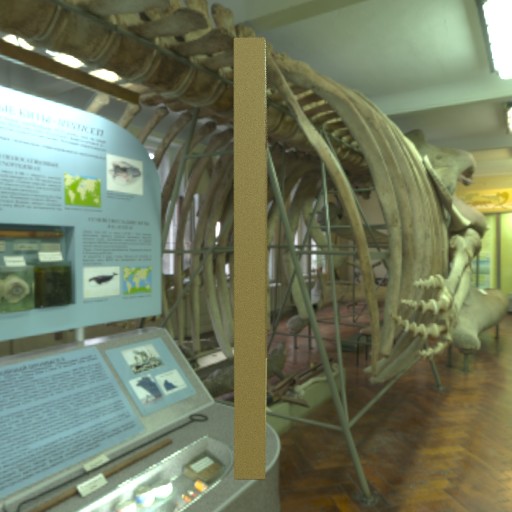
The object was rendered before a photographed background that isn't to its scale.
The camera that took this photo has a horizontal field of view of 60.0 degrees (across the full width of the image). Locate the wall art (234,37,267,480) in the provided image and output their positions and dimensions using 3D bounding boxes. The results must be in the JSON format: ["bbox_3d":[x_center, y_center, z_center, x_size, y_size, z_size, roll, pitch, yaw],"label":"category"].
[{"bbox_3d":[0.000,0.000,0.764,0.036,0.509,0.509,0,1,2],"label":"wall art"}]
